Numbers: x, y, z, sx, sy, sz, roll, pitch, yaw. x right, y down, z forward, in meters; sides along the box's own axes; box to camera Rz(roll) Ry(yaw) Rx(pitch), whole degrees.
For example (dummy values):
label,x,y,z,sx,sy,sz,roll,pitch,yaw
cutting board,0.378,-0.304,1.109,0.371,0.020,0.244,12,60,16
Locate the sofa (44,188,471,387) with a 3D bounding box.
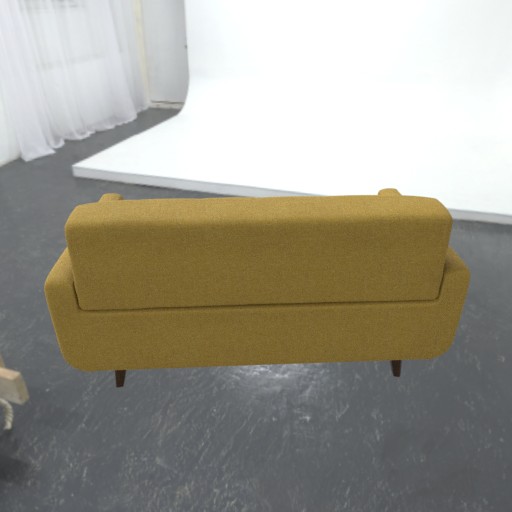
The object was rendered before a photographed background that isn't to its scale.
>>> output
label,x,y,z,sx,sy,sz,roll,pitch,yaw
sofa,0.000,0.000,2.128,1.631,0.841,0.909,-1,30,-3
